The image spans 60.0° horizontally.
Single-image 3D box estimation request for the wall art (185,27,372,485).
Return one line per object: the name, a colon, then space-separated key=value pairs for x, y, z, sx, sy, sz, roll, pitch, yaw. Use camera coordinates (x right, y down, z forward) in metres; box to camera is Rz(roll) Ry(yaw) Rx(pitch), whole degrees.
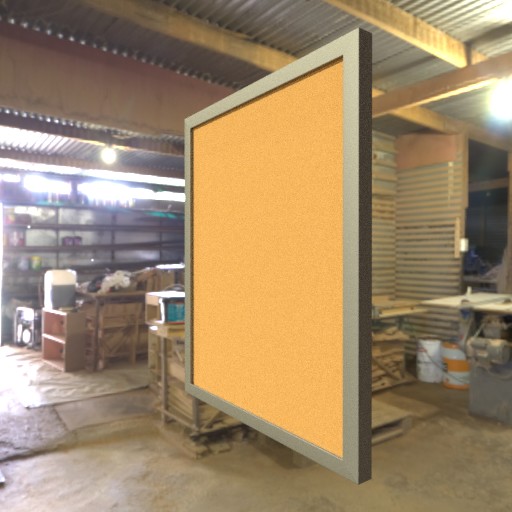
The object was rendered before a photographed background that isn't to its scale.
wall art: x=0.000 y=0.000 z=0.732 sx=0.029 sy=0.558 sz=0.458 roll=0 pitch=0 yaw=-36
